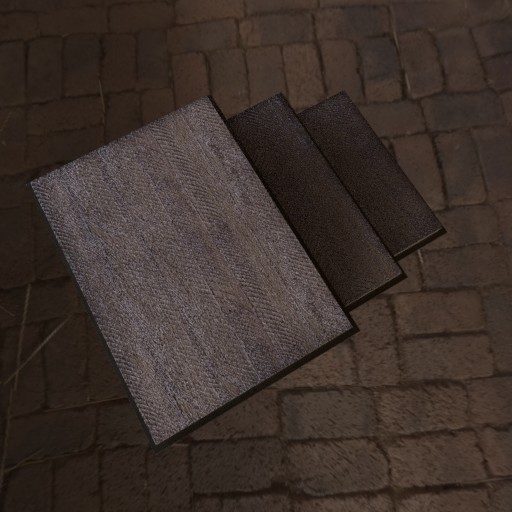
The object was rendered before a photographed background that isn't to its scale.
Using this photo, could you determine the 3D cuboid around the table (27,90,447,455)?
[{"bbox_3d":[0.000,0.000,1.116,0.706,0.610,0.559,-29,77,-8],"label":"table"}]
